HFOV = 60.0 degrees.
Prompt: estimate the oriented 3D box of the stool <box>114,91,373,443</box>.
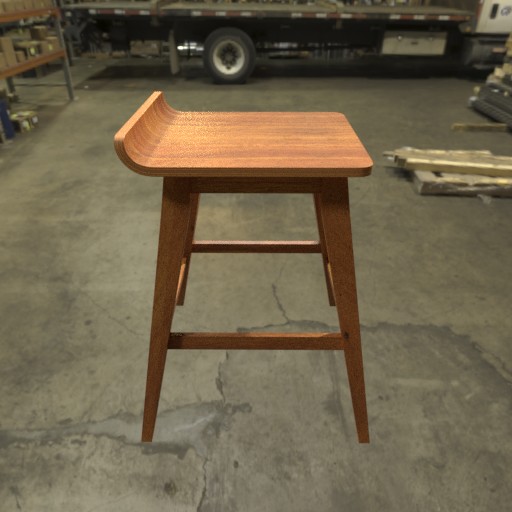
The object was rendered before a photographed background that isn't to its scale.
[{"bbox_3d":[0.000,0.000,1.008,0.500,0.650,0.500,0,32,0],"label":"stool"}]
